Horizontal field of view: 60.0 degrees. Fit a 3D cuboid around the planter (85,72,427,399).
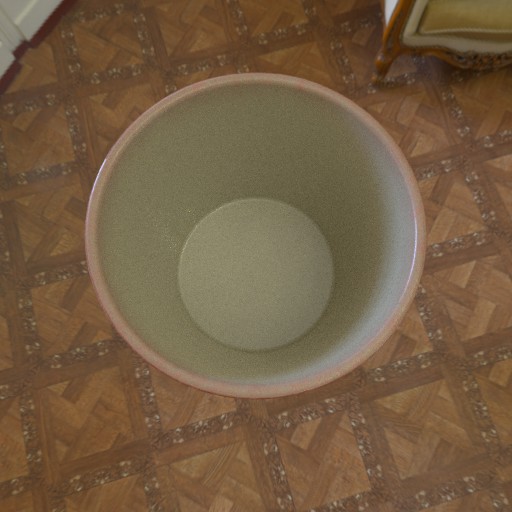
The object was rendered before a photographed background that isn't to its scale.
[{"bbox_3d":[0.000,0.000,0.467,0.273,0.237,0.273,0,76,0],"label":"planter"}]
